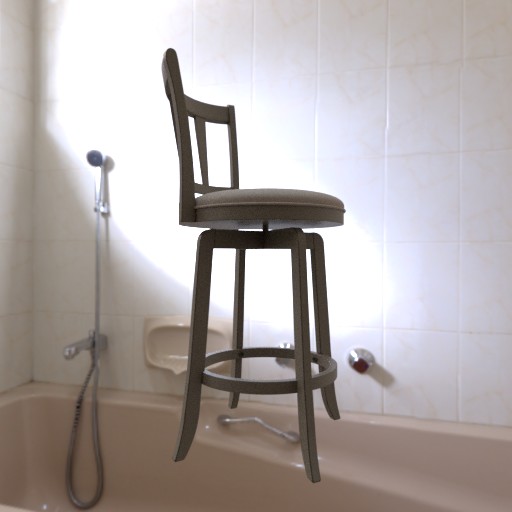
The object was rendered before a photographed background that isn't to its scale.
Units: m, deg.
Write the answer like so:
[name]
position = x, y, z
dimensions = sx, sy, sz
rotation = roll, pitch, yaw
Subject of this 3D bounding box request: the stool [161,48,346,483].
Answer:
[stool]
position = 0.000, 0.000, 1.223
dimensions = 0.486, 0.994, 0.450
rotation = 0, 0, 17
